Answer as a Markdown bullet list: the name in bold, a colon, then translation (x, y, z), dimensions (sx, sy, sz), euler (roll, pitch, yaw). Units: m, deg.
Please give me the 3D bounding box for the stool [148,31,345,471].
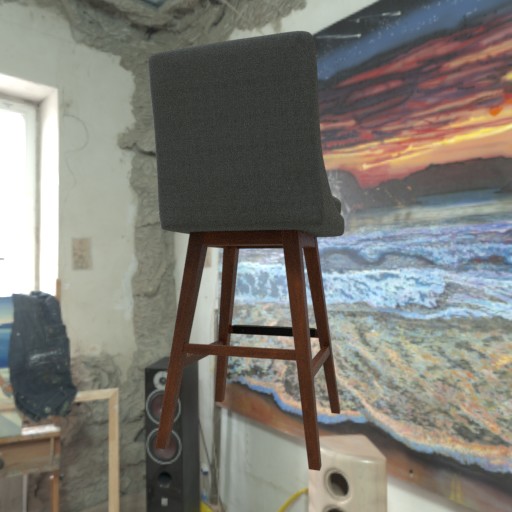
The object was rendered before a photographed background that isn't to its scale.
- **stool**: translation (0.000, 0.000, 1.235), dimensions (0.447, 0.977, 0.524), euler (0, -1, 17)
